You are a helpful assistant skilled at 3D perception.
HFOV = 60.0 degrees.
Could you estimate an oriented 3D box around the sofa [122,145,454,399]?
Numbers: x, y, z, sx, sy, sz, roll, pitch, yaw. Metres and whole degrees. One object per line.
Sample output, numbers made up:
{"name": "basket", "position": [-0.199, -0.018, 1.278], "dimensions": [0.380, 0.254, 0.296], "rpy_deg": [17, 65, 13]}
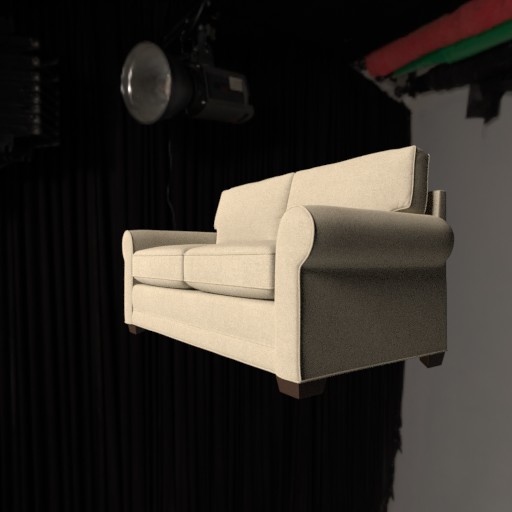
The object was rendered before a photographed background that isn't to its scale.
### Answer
{"name": "sofa", "position": [0.000, 0.000, 2.305], "dimensions": [0.861, 0.933, 1.774], "rpy_deg": [0, 0, -35]}
